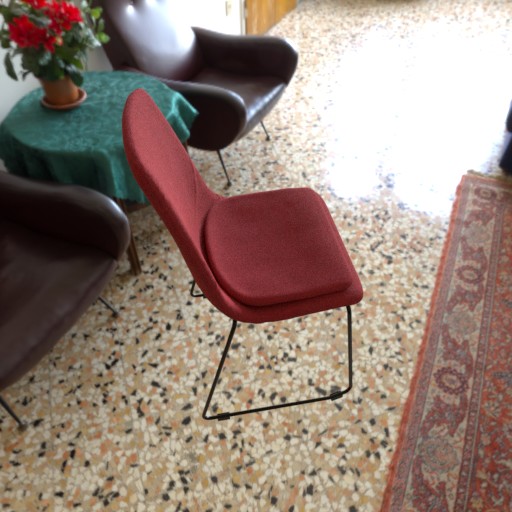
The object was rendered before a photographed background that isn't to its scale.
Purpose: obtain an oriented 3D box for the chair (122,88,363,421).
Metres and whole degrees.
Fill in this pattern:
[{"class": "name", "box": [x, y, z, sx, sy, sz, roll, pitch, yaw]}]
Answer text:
[{"class": "chair", "box": [0.000, 0.000, 1.174, 0.518, 0.858, 0.479, -7, 47, -7]}]
